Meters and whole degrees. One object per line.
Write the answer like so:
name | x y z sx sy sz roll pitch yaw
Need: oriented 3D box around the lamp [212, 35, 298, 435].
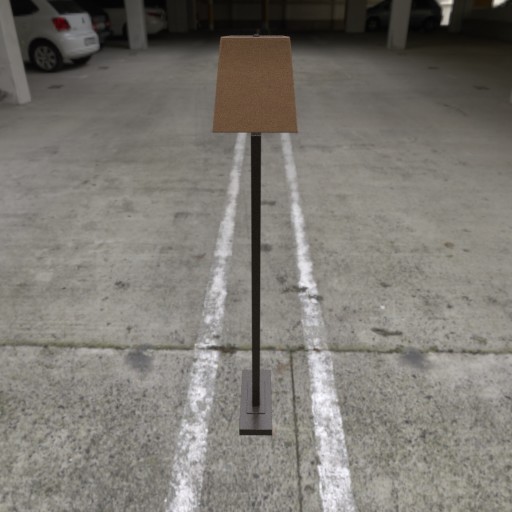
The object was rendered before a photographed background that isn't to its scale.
lamp | 0.000 0.000 1.646 0.233 1.469 0.475 0 27 1
